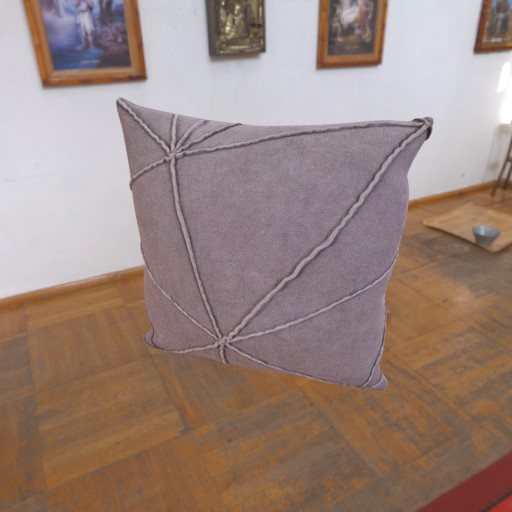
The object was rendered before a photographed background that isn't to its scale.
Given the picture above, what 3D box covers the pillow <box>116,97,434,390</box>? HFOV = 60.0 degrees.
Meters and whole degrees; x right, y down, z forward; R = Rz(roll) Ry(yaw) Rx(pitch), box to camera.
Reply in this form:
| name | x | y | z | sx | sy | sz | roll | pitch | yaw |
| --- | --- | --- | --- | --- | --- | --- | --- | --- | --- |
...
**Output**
| name | x | y | z | sx | sy | sz | roll | pitch | yaw |
| --- | --- | --- | --- | --- | --- | --- | --- | --- | --- |
| pillow | 0.000 | 0.000 | 0.671 | 0.439 | 0.440 | 0.185 | 8 | 28 | 15 |
